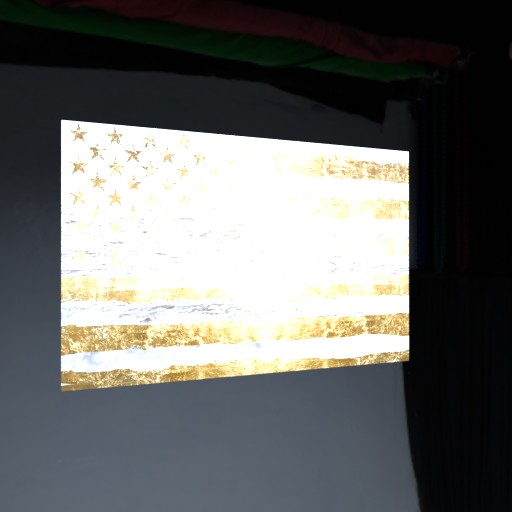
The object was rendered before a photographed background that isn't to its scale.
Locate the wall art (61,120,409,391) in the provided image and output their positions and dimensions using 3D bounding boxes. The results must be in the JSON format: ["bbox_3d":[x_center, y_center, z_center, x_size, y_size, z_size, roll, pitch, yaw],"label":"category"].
[{"bbox_3d":[0.000,0.000,1.157,0.932,0.610,0.027,0,0,-19],"label":"wall art"}]
